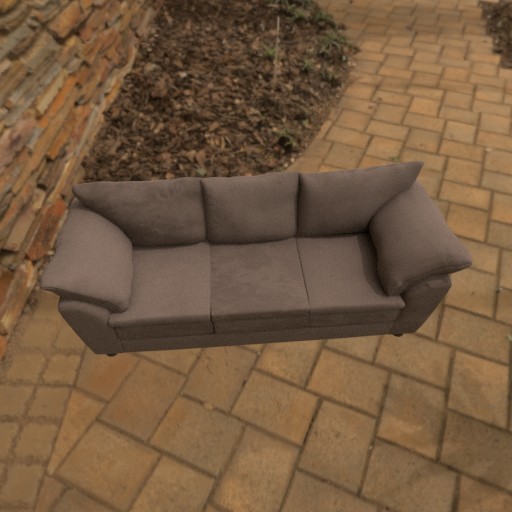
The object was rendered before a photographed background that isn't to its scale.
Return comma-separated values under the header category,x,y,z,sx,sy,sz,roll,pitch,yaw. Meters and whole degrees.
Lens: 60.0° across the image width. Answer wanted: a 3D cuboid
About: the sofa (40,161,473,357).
category,x,y,z,sx,sy,sz,roll,pitch,yaw
sofa,0.000,0.000,2.878,2.377,0.981,0.893,-3,46,-3
